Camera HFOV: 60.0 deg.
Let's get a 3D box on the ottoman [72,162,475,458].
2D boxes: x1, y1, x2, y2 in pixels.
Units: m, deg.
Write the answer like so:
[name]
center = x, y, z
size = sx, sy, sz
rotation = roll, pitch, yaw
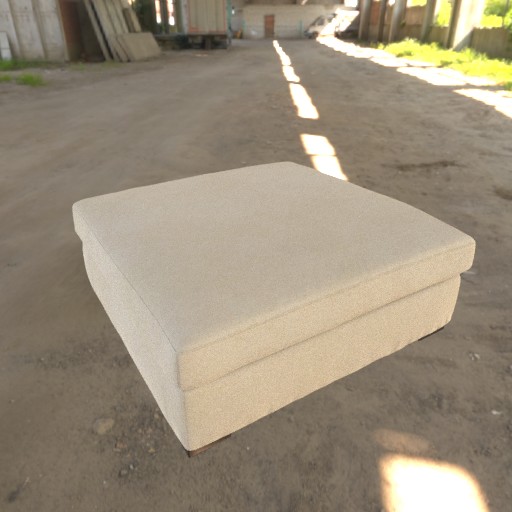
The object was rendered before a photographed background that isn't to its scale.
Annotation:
[ottoman]
center = 0.000, 0.000, 1.848
size = 1.205, 0.522, 1.190
rotation = -17, 32, -28
